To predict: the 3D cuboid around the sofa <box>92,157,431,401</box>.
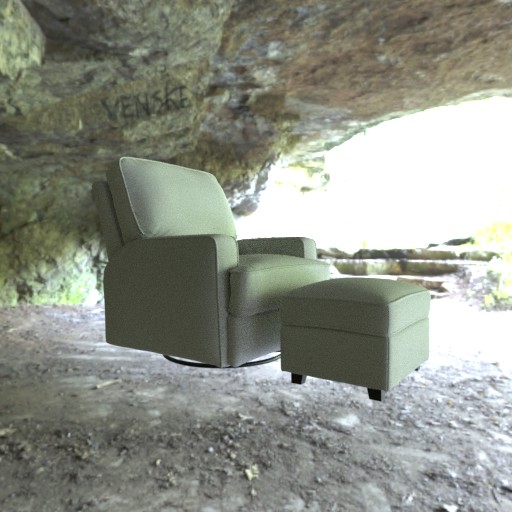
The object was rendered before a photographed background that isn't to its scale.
[{"bbox_3d":[0.000,0.000,2.085,1.472,0.959,0.861,1,2,35],"label":"sofa"}]
